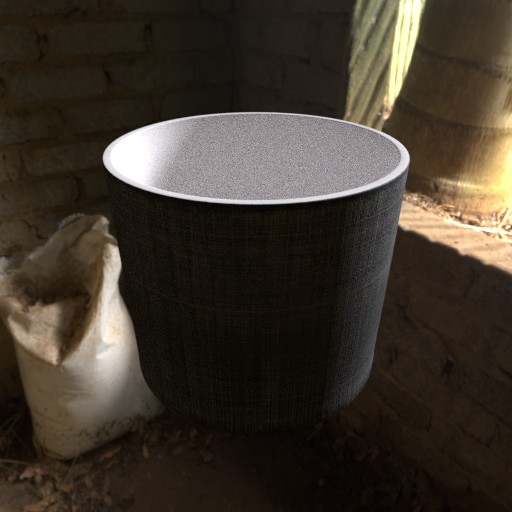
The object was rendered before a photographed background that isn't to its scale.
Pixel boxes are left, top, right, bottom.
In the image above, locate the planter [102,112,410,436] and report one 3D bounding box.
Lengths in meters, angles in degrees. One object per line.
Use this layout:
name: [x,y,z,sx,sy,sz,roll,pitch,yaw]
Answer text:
planter: [0.000,0.000,0.437,0.254,0.221,0.254,0,30,0]
